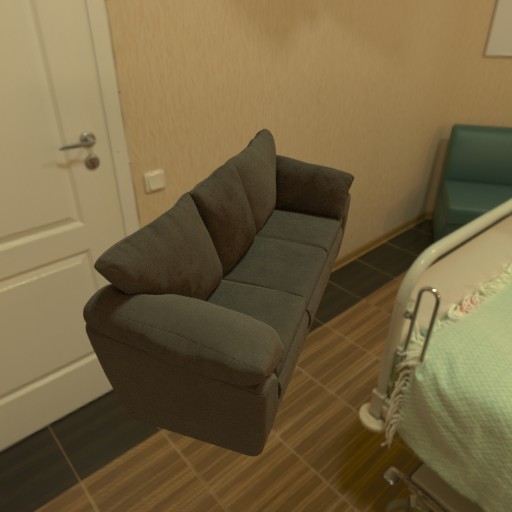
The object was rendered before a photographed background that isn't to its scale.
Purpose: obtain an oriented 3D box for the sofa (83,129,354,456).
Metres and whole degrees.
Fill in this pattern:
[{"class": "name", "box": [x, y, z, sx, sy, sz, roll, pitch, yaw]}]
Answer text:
[{"class": "sofa", "box": [0.000, 0.000, 2.840, 0.878, 1.073, 2.336, 10, 32, 17]}]
